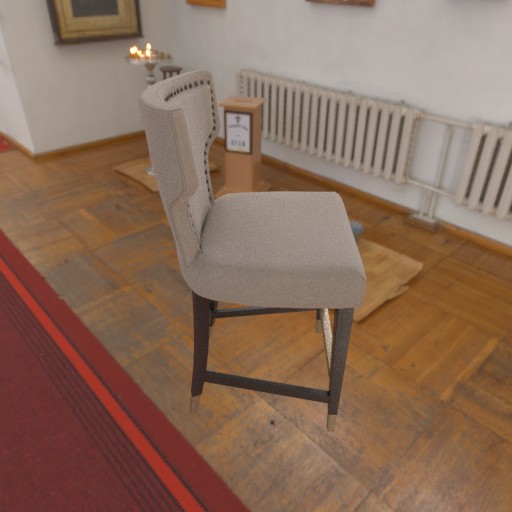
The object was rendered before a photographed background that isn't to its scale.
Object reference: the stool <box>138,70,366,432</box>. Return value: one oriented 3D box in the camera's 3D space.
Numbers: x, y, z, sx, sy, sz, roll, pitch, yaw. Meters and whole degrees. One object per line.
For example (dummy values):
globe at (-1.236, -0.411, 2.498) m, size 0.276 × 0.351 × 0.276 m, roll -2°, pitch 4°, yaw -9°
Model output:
stool at (0.000, 0.000, 1.342) m, size 0.563 × 0.982 × 0.527 m, roll 1°, pitch 31°, yaw 2°
